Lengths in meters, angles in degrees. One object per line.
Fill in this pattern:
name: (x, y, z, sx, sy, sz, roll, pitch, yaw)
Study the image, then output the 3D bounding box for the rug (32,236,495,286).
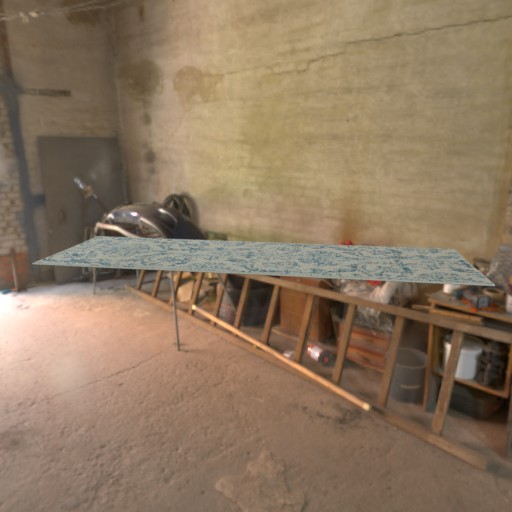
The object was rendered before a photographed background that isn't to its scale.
rug: (0.000, 0.000, 2.393, 2.196, 0.011, 0.662, 2, 15, 9)
